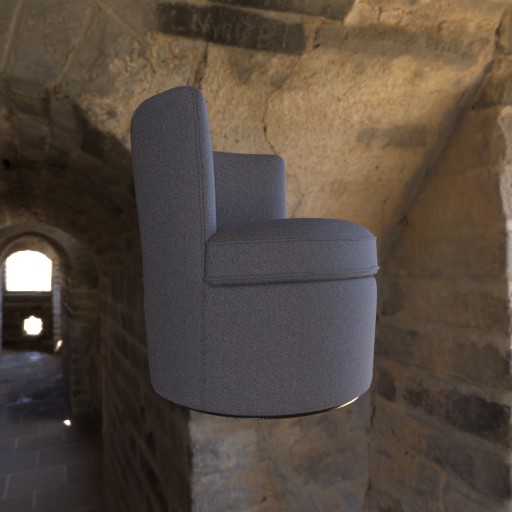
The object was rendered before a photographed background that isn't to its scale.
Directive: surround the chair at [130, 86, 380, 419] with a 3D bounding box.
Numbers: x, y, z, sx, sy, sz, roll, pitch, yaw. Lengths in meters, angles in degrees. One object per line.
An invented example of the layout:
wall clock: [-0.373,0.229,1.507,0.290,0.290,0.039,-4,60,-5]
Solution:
chair: [0.000,0.000,1.229,0.660,0.719,0.689,0,-1,19]
